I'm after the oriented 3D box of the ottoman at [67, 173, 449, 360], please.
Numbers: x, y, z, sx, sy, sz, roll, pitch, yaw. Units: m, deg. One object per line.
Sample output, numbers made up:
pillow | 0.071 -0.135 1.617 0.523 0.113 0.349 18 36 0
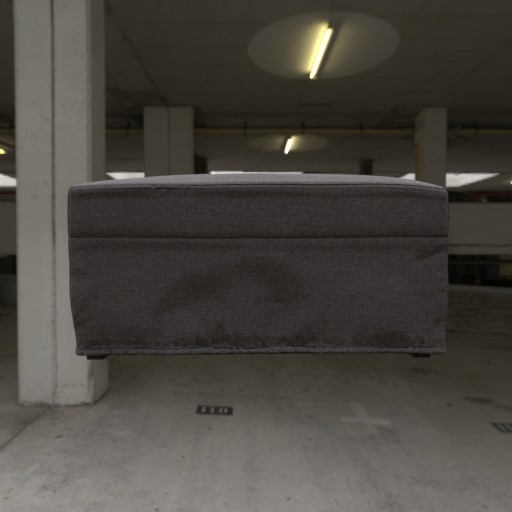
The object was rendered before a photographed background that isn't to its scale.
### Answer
ottoman | 0.000 0.000 1.351 0.840 0.436 0.843 0 1 -1
